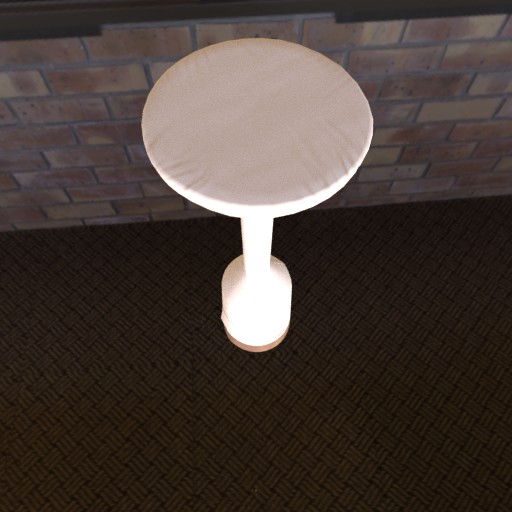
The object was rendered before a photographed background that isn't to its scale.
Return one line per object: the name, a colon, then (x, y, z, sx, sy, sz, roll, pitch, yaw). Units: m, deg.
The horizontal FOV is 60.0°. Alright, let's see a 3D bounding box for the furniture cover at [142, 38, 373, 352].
furniture cover: (0.000, 0.000, 2.815, 0.914, 2.413, 0.914, -34, 67, -16)
